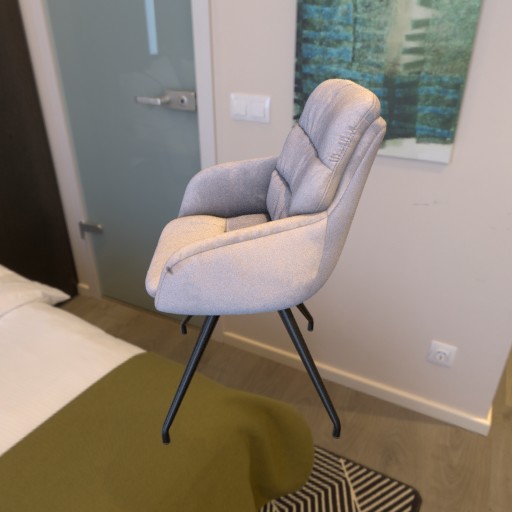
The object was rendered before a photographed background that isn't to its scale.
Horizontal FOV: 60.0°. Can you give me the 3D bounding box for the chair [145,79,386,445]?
[{"bbox_3d":[0.000,0.000,1.225,0.569,0.888,0.579,-1,28,-2],"label":"chair"}]
